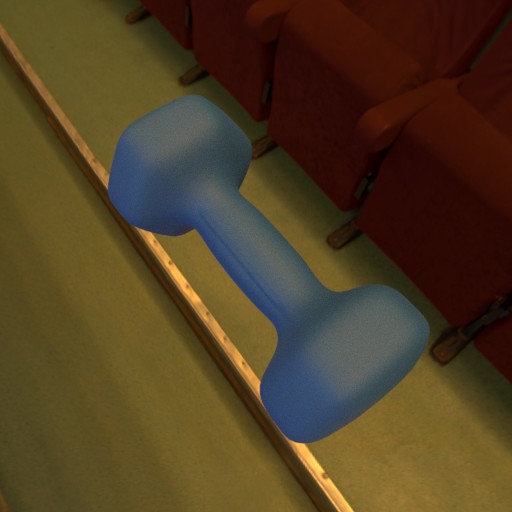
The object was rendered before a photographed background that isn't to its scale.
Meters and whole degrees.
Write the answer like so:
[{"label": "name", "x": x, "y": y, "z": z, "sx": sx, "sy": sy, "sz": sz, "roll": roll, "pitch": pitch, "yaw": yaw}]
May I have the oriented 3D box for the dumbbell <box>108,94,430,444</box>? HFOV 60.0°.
[{"label": "dumbbell", "x": 0.000, "y": 0.000, "z": 0.269, "sx": 0.103, "sy": 0.093, "sz": 0.212, "roll": -34, "pitch": 69, "yaw": -15}]
